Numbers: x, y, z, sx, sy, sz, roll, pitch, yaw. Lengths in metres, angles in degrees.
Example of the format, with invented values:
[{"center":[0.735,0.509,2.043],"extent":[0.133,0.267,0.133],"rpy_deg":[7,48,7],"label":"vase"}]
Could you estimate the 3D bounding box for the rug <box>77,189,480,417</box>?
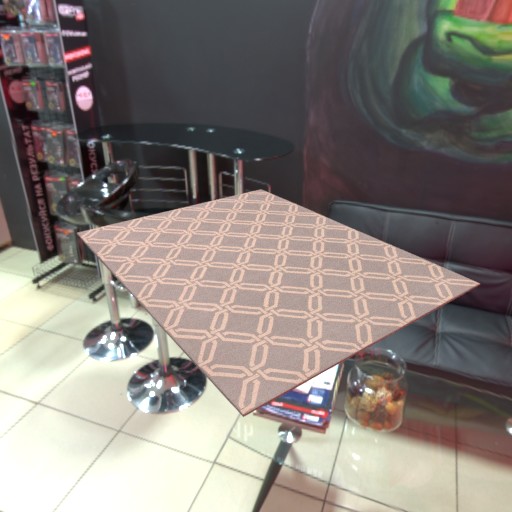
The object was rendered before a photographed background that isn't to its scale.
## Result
[{"center":[0.000,0.000,3.945],"extent":[2.288,0.018,2.895],"rpy_deg":[-18,32,-32],"label":"rug"}]
